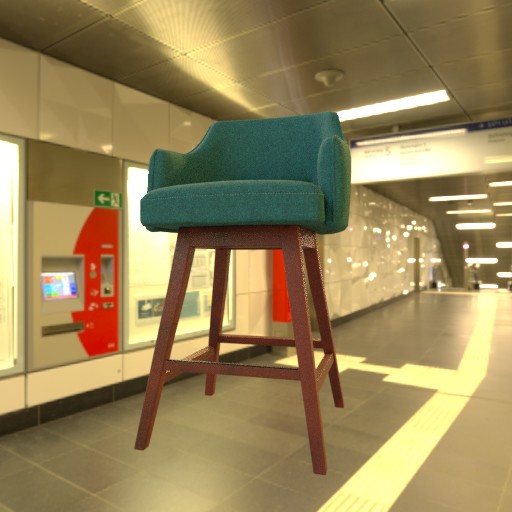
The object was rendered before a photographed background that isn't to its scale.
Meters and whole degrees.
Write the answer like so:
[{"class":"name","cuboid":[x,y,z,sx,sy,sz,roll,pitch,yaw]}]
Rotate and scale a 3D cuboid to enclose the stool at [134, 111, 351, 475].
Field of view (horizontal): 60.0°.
[{"class":"stool","cuboid":[0.000,0.000,1.293,0.548,0.961,0.556,0,0,16]}]
